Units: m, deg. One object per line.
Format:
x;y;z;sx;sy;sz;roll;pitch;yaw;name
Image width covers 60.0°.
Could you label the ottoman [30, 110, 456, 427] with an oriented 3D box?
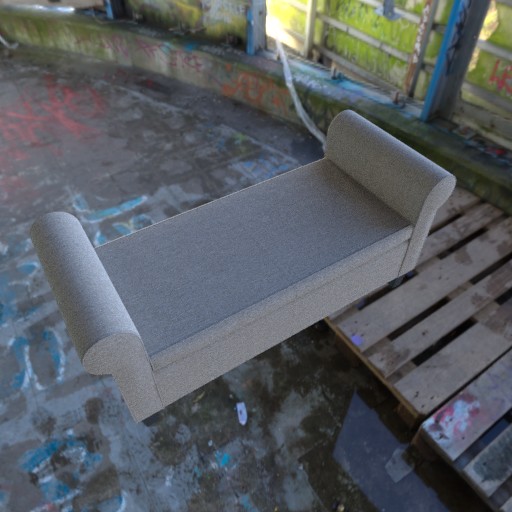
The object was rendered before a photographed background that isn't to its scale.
0.000;0.000;1.541;1.256;0.547;0.521;-25;51;-22;ottoman
